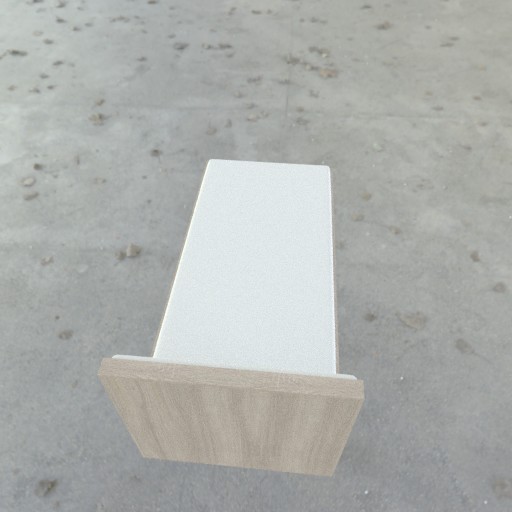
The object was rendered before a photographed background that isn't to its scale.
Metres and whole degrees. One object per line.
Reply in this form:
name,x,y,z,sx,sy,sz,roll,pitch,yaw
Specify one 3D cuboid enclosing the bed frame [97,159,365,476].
bed frame,0.000,0.000,2.682,0.990,0.920,2.140,4,48,4
